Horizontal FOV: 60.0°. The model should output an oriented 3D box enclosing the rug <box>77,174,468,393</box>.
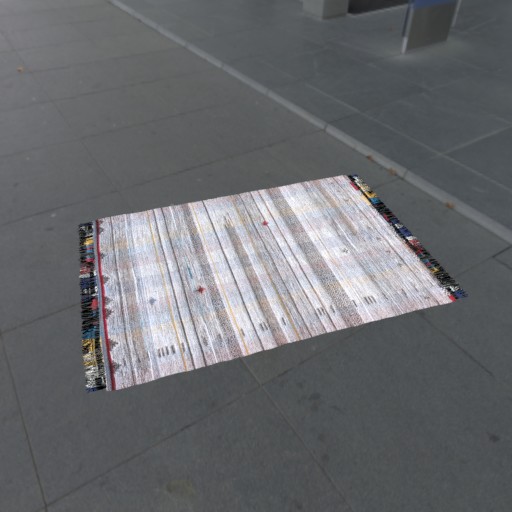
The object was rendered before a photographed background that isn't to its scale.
[{"bbox_3d":[0.000,0.000,2.407,1.848,0.012,1.217,-12,43,-13],"label":"rug"}]
